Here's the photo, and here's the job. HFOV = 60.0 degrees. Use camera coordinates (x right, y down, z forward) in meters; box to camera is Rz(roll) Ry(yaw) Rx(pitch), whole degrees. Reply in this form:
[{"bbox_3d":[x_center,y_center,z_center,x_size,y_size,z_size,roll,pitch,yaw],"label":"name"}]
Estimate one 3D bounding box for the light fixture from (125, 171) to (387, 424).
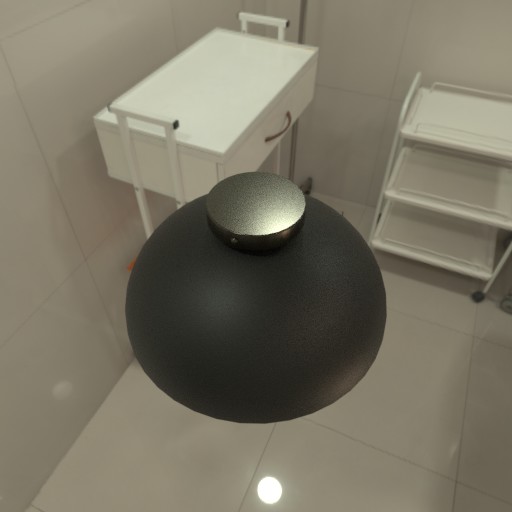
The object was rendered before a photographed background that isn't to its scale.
[{"bbox_3d":[0.000,0.000,0.558,0.355,0.177,0.355,0,46,0],"label":"light fixture"}]
